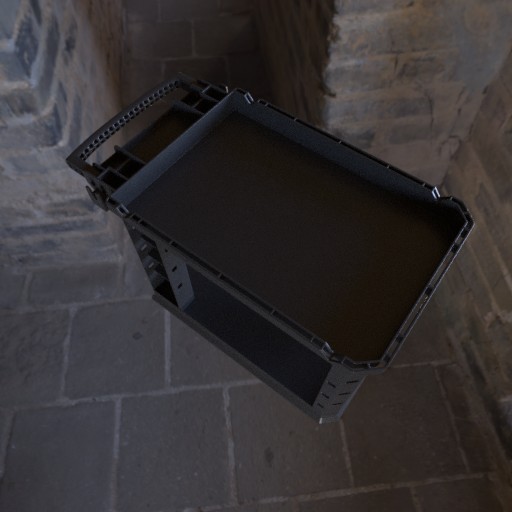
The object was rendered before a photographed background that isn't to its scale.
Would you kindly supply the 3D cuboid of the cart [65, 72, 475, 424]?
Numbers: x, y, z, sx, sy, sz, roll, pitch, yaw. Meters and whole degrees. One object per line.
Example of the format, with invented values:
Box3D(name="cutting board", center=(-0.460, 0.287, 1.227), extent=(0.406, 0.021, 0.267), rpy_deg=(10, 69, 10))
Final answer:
Box3D(name="cart", center=(0.000, 0.000, 1.794), extent=(1.239, 0.884, 0.674), rpy_deg=(33, 64, 18))
